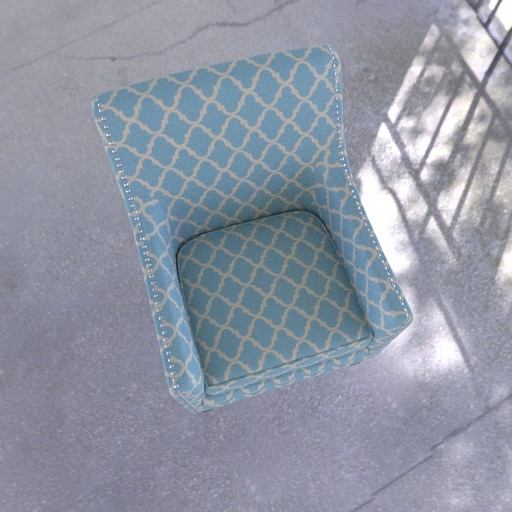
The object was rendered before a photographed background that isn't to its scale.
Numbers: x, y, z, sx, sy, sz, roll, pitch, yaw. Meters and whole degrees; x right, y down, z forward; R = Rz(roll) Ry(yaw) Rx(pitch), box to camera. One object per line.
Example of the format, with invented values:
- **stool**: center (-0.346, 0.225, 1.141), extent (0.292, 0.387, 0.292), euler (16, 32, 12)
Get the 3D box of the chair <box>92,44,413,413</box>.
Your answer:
- **chair**: center (0.000, 0.000, 1.291), extent (0.617, 0.817, 0.686), euler (-16, 66, -7)
